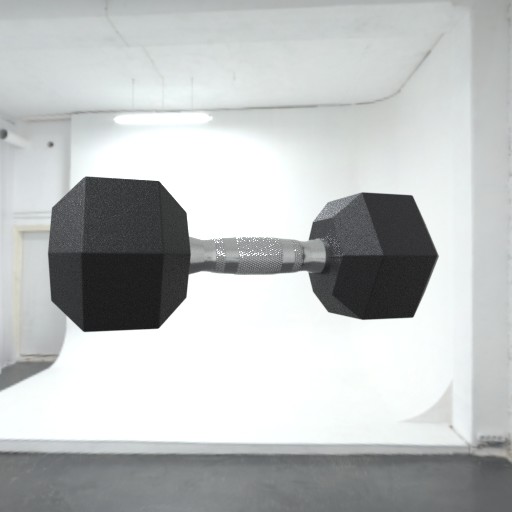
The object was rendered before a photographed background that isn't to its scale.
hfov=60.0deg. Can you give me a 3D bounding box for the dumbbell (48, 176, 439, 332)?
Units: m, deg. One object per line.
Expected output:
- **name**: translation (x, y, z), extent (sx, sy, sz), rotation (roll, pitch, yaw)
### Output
- **dumbbell**: translation (0.000, 0.000, 0.428), extent (0.356, 0.123, 0.141), rotation (0, -1, -18)
